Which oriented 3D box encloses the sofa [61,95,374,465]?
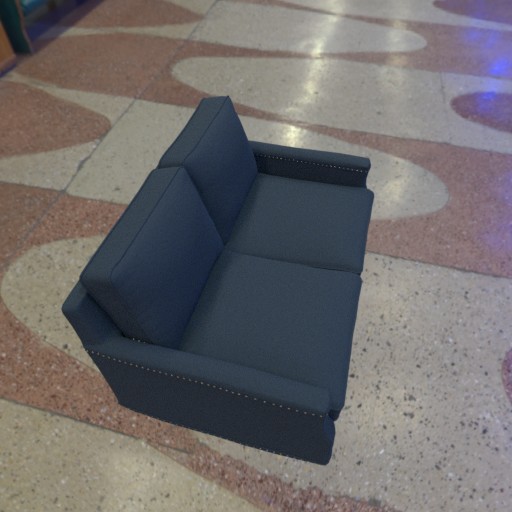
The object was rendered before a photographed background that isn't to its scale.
[{"bbox_3d":[0.000,0.000,2.245,1.084,1.003,1.597,11,49,10],"label":"sofa"}]
